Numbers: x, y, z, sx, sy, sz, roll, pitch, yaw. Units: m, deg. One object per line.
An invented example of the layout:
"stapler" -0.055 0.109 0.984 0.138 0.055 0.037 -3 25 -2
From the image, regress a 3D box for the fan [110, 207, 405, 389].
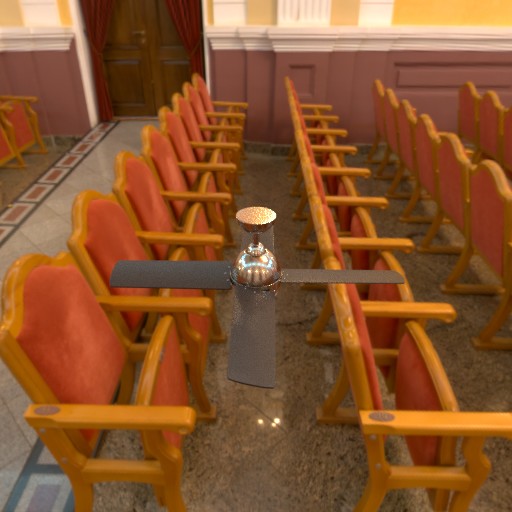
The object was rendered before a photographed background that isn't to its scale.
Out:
"fan" 0.000 0.000 1.983 1.332 0.403 1.332 1 31 1
